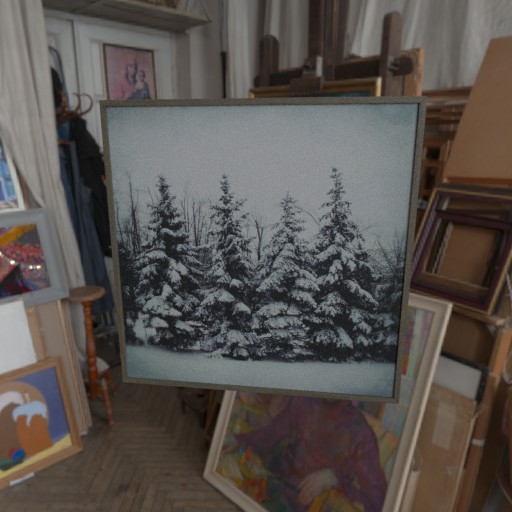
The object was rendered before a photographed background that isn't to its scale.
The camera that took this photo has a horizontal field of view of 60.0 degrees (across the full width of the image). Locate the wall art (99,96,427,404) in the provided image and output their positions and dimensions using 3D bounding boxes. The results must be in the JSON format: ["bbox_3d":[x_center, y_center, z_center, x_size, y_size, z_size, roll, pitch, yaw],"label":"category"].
[{"bbox_3d":[0.000,0.000,1.130,0.758,0.758,0.039,2,15,8],"label":"wall art"}]
